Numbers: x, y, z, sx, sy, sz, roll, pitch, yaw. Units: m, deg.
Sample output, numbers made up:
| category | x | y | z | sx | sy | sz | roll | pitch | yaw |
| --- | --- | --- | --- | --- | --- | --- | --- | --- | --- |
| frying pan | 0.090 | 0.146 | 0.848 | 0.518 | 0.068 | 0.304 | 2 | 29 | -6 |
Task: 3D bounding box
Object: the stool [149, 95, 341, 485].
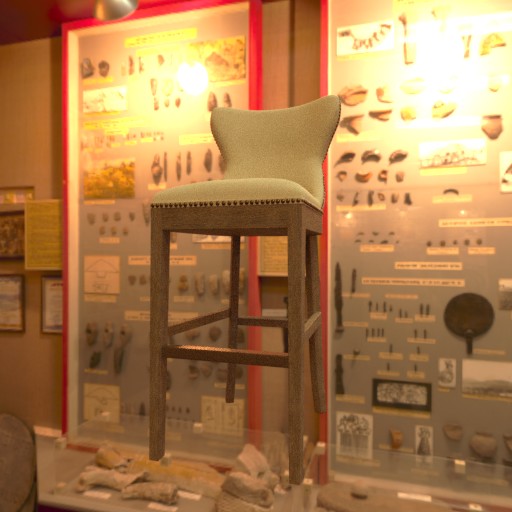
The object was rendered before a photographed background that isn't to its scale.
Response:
| category | x | y | z | sx | sy | sz | roll | pitch | yaw |
| --- | --- | --- | --- | --- | --- | --- | --- | --- | --- |
| stool | 0.000 | 0.000 | 1.434 | 0.494 | 1.123 | 0.606 | 0 | 1 | 18 |
